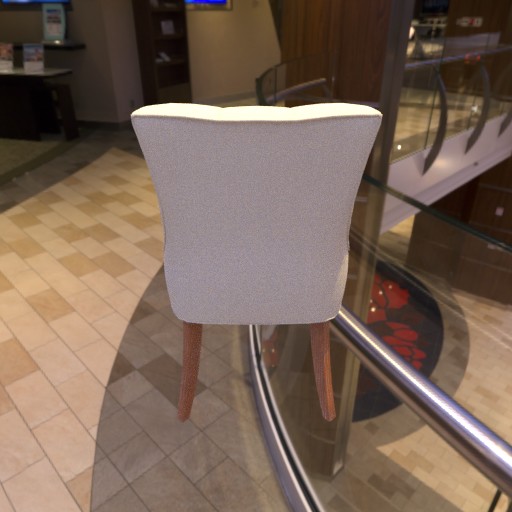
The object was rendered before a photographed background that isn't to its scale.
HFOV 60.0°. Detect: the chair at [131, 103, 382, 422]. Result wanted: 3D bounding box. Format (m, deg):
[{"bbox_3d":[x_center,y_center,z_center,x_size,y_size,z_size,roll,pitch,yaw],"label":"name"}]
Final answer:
[{"bbox_3d":[0.000,0.000,1.197,0.509,0.874,0.565,0,29,0],"label":"chair"}]
